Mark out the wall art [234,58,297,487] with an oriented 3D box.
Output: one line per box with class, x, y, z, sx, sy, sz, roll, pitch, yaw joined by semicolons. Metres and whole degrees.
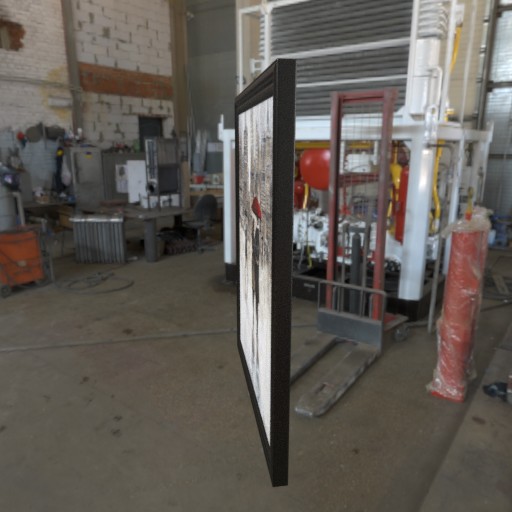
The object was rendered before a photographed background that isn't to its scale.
wall art;0.000;0.000;1.640;0.053;1.194;0.950;-2;14;-8
